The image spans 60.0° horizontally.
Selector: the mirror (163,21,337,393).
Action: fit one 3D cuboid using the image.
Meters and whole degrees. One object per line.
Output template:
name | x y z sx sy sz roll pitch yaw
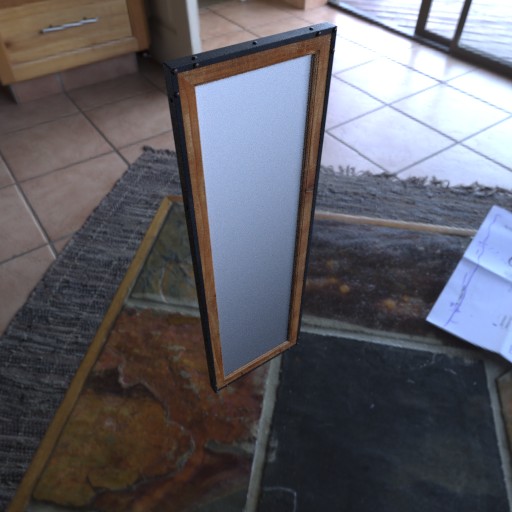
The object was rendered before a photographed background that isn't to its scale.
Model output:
mirror | 0.000 0.000 1.165 0.354 1.080 0.042 -25 51 -23
